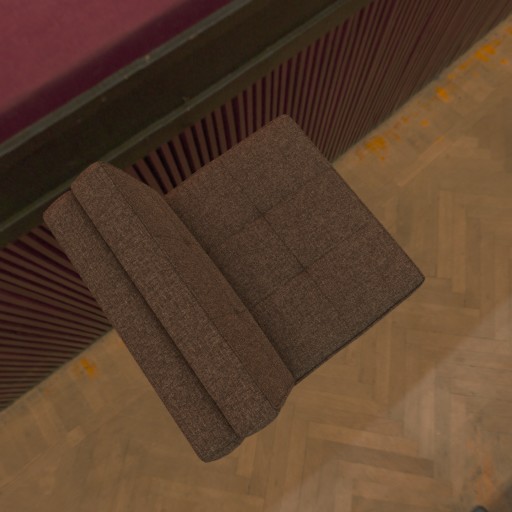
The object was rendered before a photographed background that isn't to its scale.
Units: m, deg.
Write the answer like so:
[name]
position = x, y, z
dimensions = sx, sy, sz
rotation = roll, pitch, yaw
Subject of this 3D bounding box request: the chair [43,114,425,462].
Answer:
[chair]
position = 0.000, 0.000, 1.302
dimensions = 0.800, 0.615, 0.740
rotation = -36, 79, -8
